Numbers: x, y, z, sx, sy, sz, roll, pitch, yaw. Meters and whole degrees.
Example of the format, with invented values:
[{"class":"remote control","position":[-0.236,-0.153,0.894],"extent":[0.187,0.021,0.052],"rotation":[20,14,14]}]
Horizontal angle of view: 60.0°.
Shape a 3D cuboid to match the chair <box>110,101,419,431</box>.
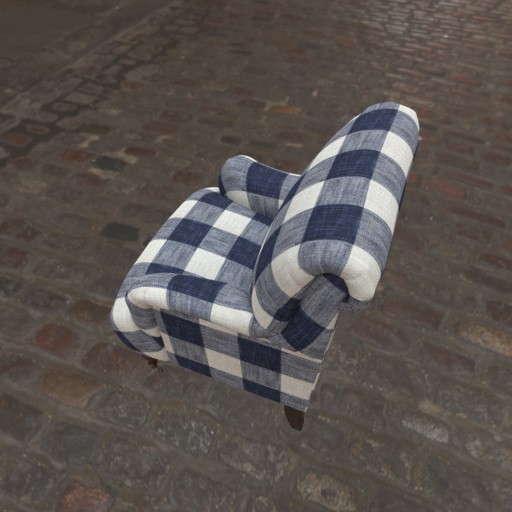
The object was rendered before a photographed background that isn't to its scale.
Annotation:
[{"class":"chair","position":[0.000,0.000,1.569],"extent":[0.848,0.953,0.781],"rotation":[16,49,15]}]
